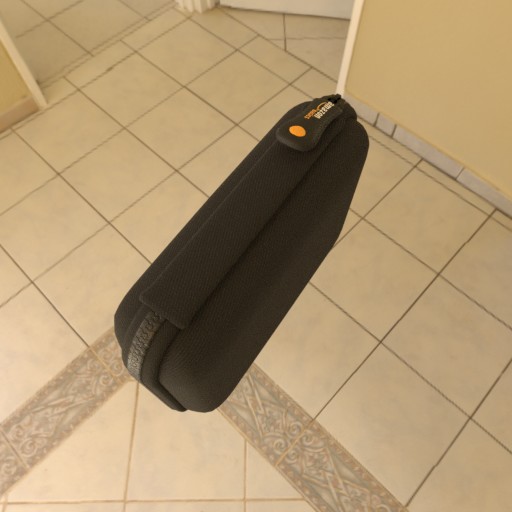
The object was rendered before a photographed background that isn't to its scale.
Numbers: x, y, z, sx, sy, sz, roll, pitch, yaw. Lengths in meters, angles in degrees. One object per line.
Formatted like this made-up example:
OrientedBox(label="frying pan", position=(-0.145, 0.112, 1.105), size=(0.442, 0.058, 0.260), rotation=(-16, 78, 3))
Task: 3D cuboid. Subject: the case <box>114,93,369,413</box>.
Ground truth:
OrientedBox(label="case", position=(0.000, 0.000, 0.182), size=(0.038, 0.105, 0.132), rotation=(32, 67, 15))
